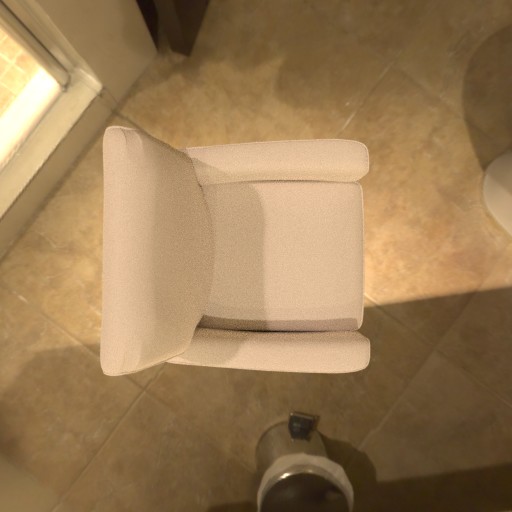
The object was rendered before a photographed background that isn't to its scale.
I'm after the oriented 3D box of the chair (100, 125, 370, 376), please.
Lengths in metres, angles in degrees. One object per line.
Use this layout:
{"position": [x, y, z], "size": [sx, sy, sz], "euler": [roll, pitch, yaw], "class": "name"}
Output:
{"position": [0.000, 0.000, 1.669], "size": [0.858, 1.028, 0.841], "euler": [0, 89, 0], "class": "chair"}
